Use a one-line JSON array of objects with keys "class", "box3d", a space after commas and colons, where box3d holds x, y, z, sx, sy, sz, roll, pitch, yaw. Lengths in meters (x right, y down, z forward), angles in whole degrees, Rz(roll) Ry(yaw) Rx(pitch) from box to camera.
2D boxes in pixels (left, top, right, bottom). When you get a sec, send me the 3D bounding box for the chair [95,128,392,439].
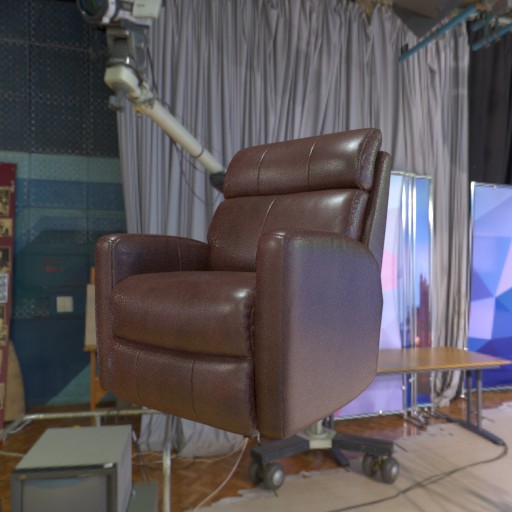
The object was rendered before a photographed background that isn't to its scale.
[{"class": "chair", "box3d": [0.000, 0.000, 1.636, 0.787, 1.016, 0.939, 0, 1, 35]}]
